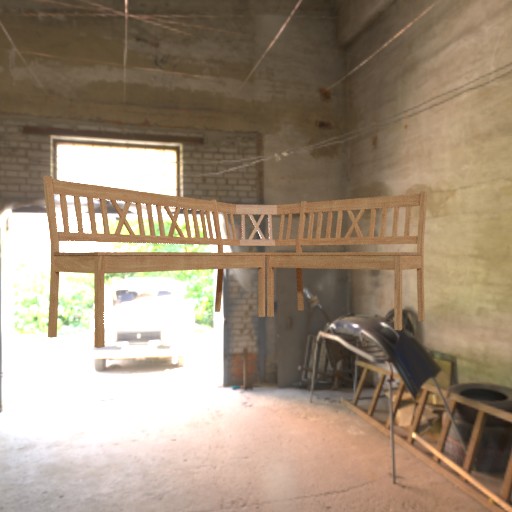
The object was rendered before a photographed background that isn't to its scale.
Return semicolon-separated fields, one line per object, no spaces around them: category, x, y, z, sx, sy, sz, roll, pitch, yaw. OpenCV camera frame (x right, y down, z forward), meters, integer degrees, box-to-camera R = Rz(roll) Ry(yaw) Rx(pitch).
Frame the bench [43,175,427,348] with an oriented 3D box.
bench;0.000;0.000;2.799;1.537;0.902;1.937;0;0;37
